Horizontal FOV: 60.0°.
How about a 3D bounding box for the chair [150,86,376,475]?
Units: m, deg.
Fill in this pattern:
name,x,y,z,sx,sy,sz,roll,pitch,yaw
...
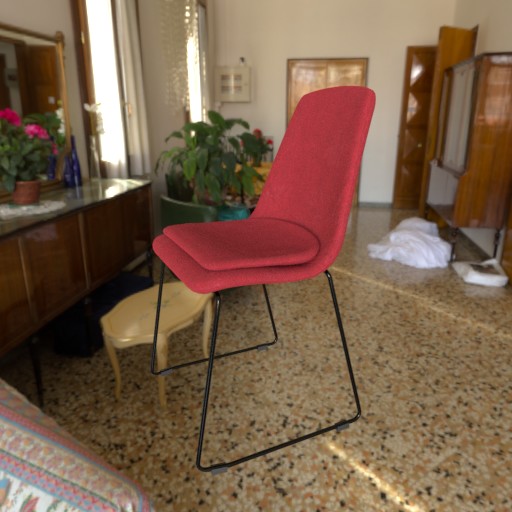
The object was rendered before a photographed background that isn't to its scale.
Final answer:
name,x,y,z,sx,sy,sz,roll,pitch,yaw
chair,0.000,0.000,1.178,0.518,0.858,0.479,-9,20,-25
